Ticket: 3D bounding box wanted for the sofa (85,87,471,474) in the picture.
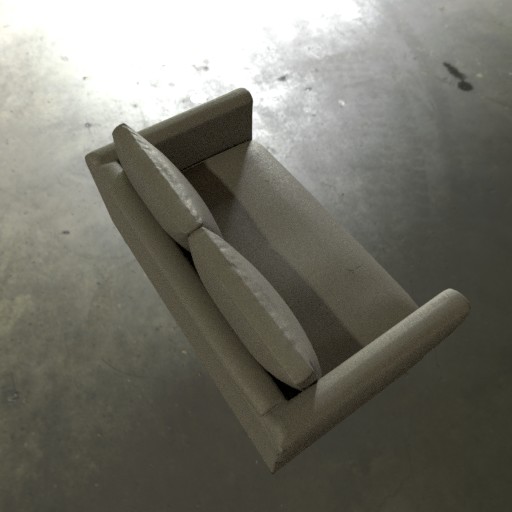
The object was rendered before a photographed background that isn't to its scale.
[{"bbox_3d":[0.000,0.000,2.071,0.899,0.873,1.598,-30,62,-18],"label":"sofa"}]
